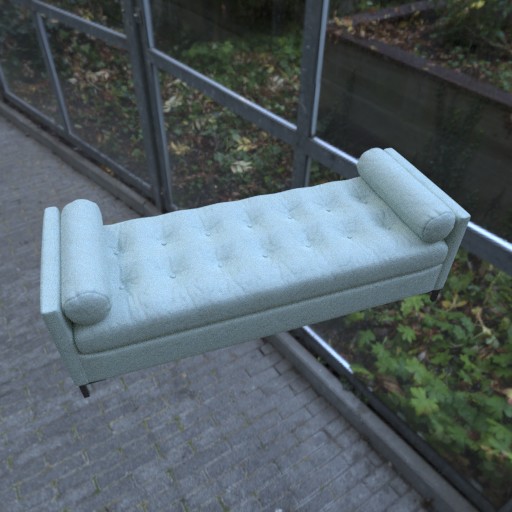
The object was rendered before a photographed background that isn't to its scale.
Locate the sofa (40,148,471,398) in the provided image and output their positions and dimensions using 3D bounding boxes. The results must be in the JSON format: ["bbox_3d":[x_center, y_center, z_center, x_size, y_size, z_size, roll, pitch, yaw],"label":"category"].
[{"bbox_3d":[0.000,0.000,2.479,2.102,0.705,0.796,-13,43,-14],"label":"sofa"}]
